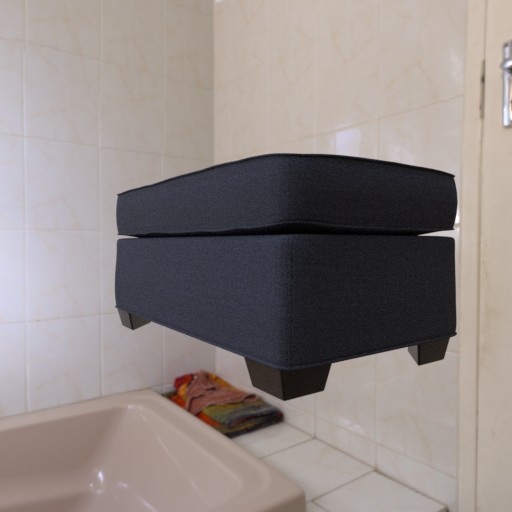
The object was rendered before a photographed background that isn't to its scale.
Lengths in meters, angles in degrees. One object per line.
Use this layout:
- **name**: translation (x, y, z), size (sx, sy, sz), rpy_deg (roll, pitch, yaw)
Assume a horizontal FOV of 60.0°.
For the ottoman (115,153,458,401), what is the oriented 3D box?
- **ottoman**: translation (0.000, 0.000, 1.189), size (0.505, 0.453, 0.895), rpy_deg (-1, 2, -35)
